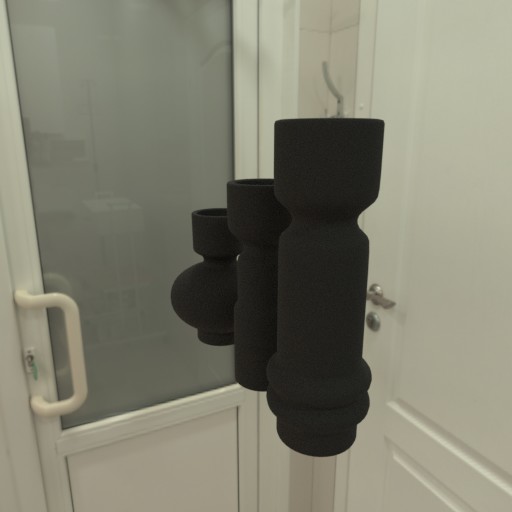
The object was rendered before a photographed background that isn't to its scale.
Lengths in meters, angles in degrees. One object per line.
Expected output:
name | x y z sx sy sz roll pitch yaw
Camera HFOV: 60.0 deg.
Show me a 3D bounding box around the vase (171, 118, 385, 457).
vase | 0.000 0.000 0.435 0.120 0.249 0.307 -8 17 -26
